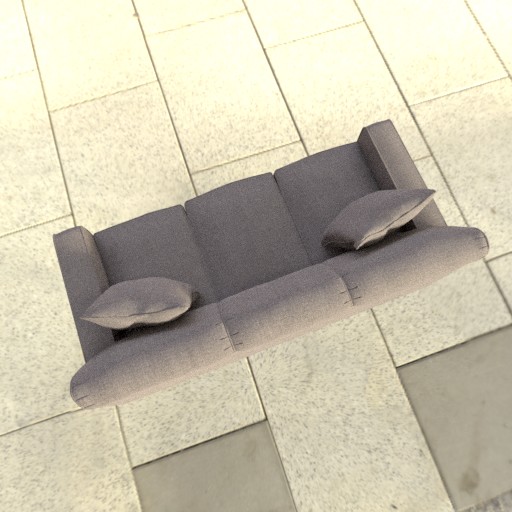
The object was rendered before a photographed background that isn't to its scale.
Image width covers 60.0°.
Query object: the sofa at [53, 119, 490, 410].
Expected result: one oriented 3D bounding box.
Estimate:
[{"bbox_3d":[0.000,0.000,2.501,2.024,0.958,0.997,-20,75,-6],"label":"sofa"}]
